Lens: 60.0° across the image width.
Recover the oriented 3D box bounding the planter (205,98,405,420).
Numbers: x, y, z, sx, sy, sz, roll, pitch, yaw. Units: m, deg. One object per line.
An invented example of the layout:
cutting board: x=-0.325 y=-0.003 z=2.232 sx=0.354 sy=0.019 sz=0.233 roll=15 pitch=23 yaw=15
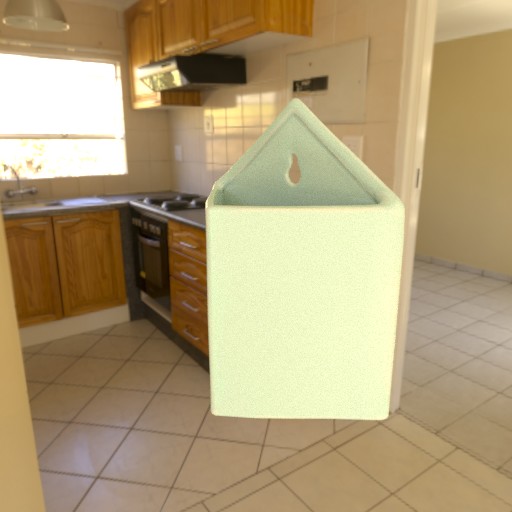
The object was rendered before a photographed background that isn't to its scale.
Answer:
planter: x=0.000 y=0.000 z=0.287 sx=0.164 sy=0.197 sz=0.079 roll=14 pitch=21 yaw=43
